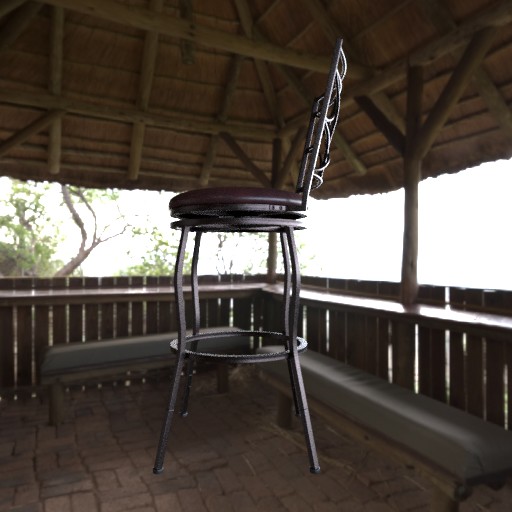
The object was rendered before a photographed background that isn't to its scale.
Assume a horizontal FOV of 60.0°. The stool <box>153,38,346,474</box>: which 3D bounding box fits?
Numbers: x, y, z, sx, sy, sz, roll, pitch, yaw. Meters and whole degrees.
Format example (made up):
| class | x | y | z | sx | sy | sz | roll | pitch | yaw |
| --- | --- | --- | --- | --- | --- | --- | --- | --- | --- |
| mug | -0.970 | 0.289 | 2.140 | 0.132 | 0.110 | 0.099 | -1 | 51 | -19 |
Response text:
| class | x | y | z | sx | sy | sz | roll | pitch | yaw |
| --- | --- | --- | --- | --- | --- | --- | --- | --- | --- |
| stool | 0.000 | 0.000 | 1.350 | 0.534 | 1.117 | 0.434 | 0 | 0 | 0 |
